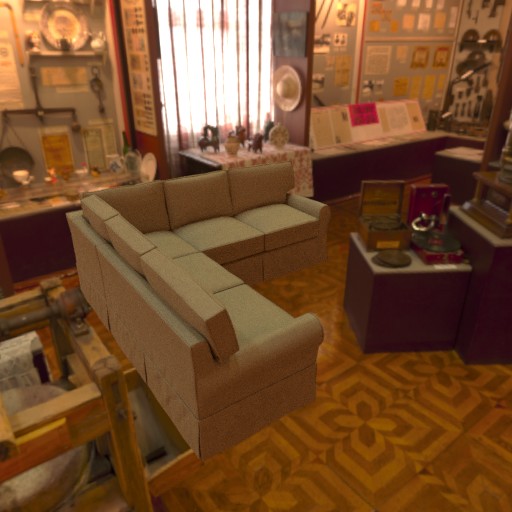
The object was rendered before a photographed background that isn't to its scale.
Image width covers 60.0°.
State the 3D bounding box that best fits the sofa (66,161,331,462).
[{"bbox_3d":[0.000,0.000,4.065,2.623,1.081,2.618,-17,30,-31],"label":"sofa"}]
